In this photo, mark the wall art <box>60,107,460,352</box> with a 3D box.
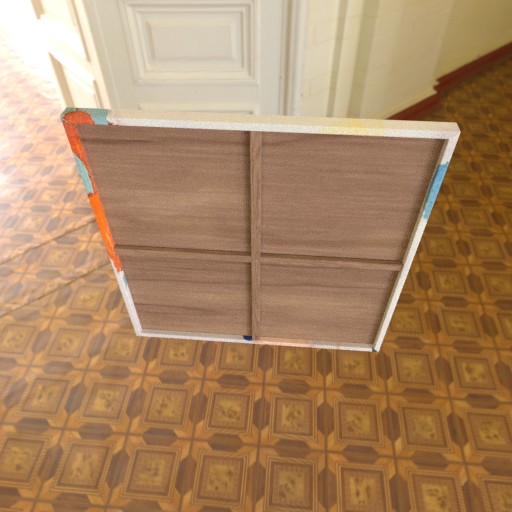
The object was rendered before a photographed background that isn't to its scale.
[{"bbox_3d":[0.000,0.000,1.202,0.814,0.814,0.037,3,46,3],"label":"wall art"}]
